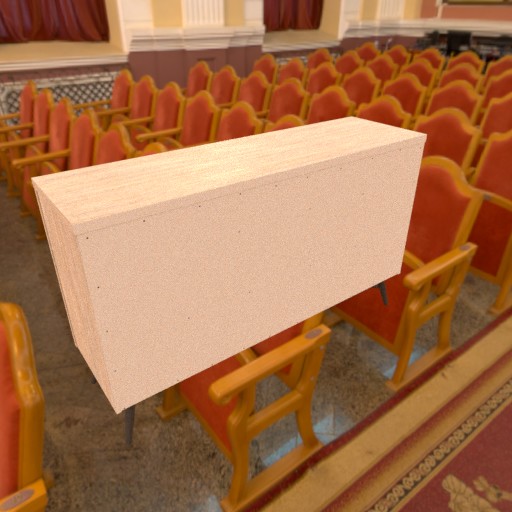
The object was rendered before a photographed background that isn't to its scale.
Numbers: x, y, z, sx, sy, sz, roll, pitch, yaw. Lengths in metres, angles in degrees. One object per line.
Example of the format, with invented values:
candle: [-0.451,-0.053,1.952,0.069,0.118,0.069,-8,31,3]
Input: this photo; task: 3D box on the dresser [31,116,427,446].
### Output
dresser: [0.000,0.000,1.928,1.524,0.914,0.457,-20,35,-31]
